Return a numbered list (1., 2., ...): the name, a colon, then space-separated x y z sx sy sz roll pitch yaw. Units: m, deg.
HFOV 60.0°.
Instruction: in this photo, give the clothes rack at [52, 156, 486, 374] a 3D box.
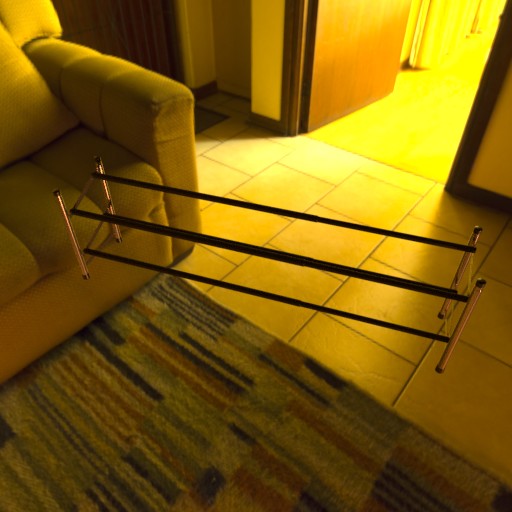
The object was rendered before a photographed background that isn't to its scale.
1. clothes rack: 0.000 0.000 1.325 1.168 0.349 0.229 13 43 14
